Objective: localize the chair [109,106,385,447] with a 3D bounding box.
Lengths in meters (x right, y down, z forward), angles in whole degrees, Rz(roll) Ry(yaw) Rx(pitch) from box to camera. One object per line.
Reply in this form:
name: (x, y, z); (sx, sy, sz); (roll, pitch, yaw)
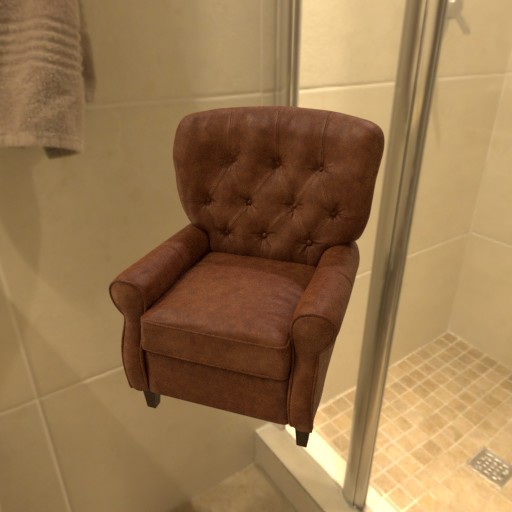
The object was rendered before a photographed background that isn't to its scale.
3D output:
chair: (0.000, 0.000, 1.950); (0.951, 1.164, 1.059); (8, 27, 16)
